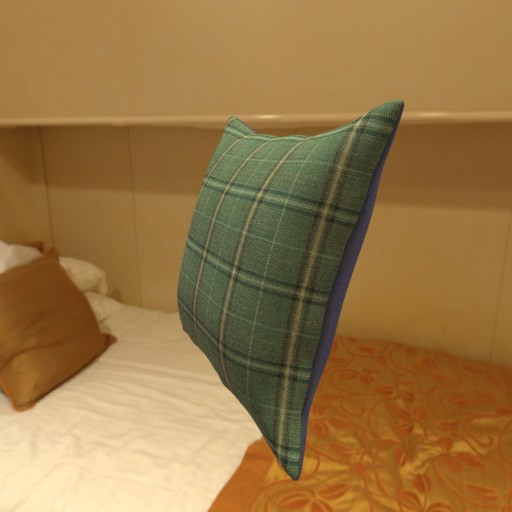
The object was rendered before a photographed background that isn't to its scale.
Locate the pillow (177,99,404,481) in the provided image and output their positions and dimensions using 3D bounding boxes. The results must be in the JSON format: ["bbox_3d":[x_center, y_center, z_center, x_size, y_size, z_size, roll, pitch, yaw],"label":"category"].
[{"bbox_3d":[0.000,0.000,0.680,0.200,0.430,0.453,-7,17,-25],"label":"pillow"}]
